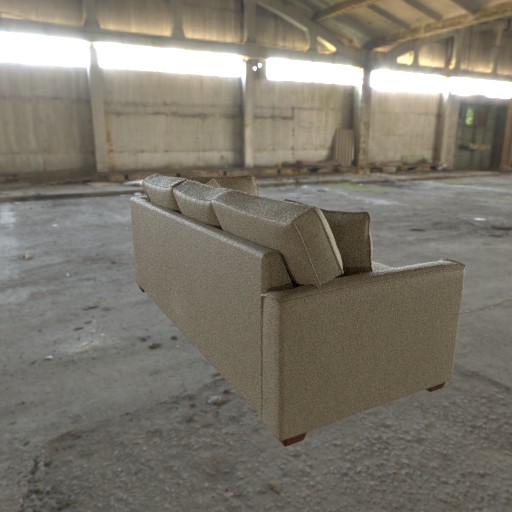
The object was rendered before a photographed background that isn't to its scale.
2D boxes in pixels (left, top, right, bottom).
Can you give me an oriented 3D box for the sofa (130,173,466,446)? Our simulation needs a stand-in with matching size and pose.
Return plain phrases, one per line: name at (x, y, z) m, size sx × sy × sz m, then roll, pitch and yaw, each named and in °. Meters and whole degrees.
sofa at (0.000, 0.000, 2.825) m, size 1.061 × 0.962 × 2.317 m, roll -8°, pitch 16°, yaw -28°
